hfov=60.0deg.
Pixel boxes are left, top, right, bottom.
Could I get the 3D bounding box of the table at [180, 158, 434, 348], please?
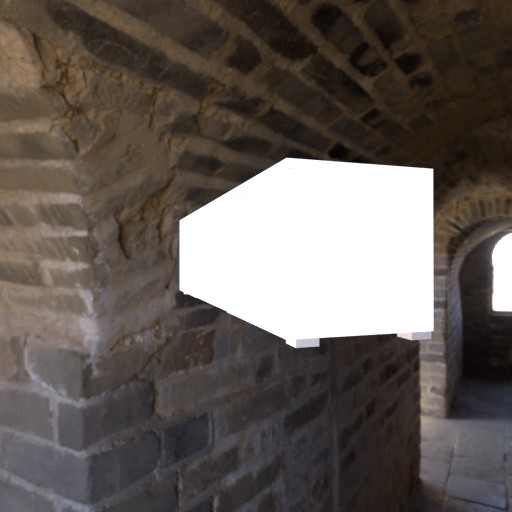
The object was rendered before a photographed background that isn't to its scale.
[{"bbox_3d":[0.000,0.000,1.819,0.390,0.420,1.650,0,0,-18],"label":"table"}]
